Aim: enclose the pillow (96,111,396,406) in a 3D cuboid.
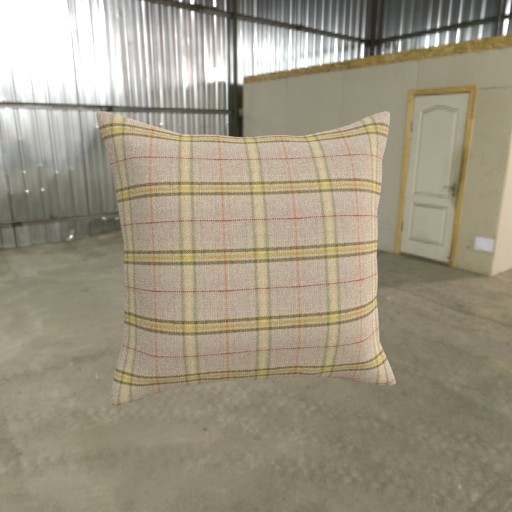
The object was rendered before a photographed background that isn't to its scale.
[{"bbox_3d":[0.000,0.000,0.684,0.453,0.430,0.200,-3,17,-9],"label":"pillow"}]
